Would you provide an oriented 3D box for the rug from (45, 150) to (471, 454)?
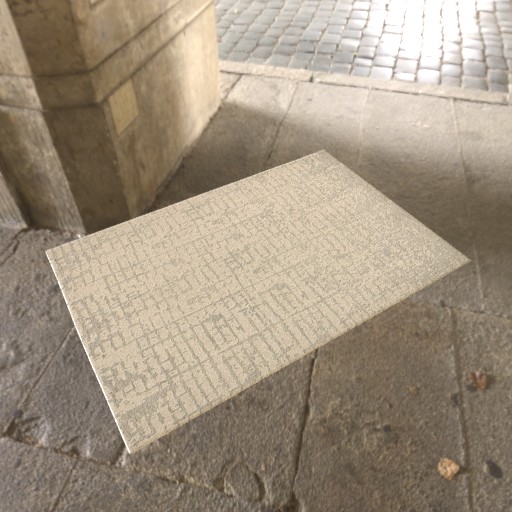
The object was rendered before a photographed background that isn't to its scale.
[{"bbox_3d":[0.000,0.000,2.278,1.827,0.007,1.211,-24,50,-22],"label":"rug"}]
